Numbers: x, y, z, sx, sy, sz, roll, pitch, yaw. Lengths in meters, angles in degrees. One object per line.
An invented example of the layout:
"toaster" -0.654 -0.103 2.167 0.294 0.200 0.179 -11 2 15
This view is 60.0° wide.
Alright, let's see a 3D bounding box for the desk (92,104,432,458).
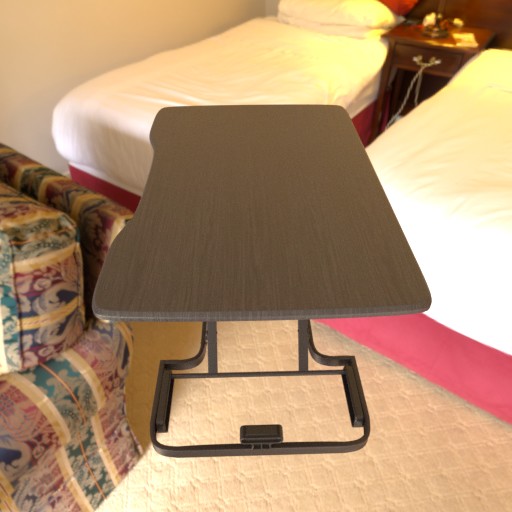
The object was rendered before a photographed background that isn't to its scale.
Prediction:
"desk" 0.000 0.000 1.134 0.546 0.470 0.820 -1 40 -1
